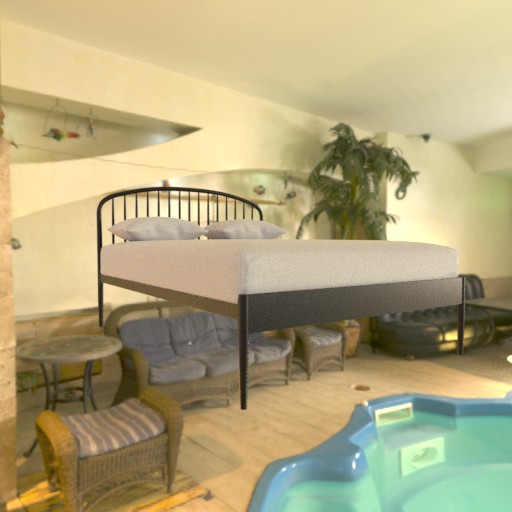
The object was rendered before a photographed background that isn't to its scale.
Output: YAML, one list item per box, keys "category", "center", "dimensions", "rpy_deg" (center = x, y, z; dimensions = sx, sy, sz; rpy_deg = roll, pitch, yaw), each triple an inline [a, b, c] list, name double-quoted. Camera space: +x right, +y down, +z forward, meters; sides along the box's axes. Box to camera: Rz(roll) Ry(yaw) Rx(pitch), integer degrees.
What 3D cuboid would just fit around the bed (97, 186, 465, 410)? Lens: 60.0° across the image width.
- category: "bed"
  center: [0.000, 0.000, 3.114]
  dimensions: [1.618, 1.166, 2.159]
  rpy_deg: [-1, 2, -34]
